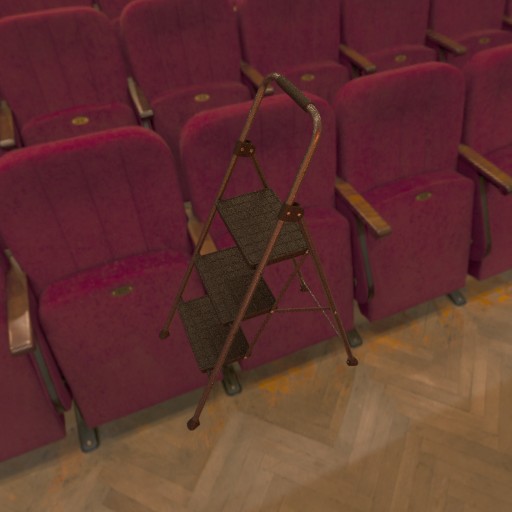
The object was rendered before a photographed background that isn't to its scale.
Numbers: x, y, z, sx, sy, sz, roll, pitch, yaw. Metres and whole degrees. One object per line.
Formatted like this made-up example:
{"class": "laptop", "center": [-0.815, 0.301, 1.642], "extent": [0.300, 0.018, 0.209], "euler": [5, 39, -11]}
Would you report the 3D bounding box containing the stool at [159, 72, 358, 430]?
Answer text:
{"class": "stool", "center": [0.000, 0.000, 1.486], "extent": [0.733, 1.121, 0.473], "euler": [-17, 48, -16]}
